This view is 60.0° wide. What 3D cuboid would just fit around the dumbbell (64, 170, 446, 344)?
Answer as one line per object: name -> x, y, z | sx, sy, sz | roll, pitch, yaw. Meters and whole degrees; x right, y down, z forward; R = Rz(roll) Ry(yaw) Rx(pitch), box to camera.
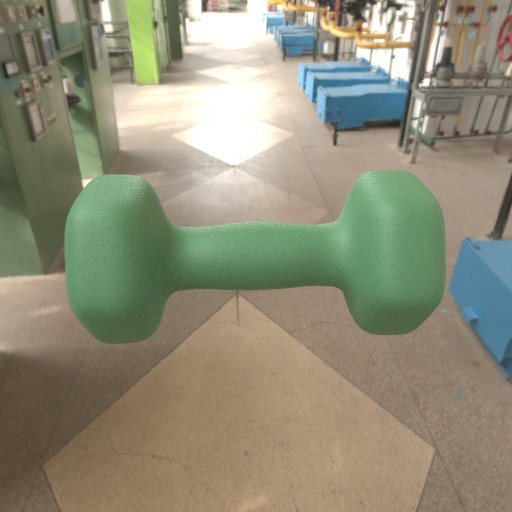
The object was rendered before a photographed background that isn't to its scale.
dumbbell -> 0.000, 0.000, 0.329 | 0.257, 0.114, 0.126 | -1, 32, -2
